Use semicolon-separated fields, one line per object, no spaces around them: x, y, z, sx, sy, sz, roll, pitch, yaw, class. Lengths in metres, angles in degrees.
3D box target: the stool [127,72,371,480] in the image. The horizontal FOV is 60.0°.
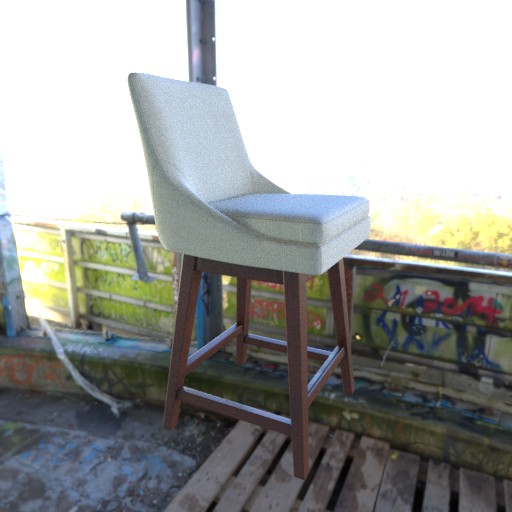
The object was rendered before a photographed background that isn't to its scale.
0.000;0.000;1.294;0.559;0.991;0.469;8;17;26;stool
